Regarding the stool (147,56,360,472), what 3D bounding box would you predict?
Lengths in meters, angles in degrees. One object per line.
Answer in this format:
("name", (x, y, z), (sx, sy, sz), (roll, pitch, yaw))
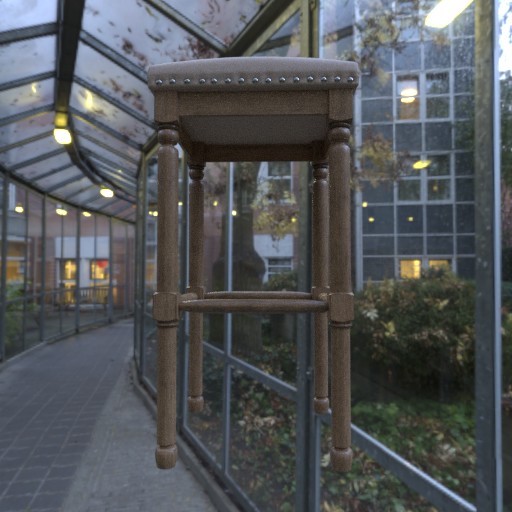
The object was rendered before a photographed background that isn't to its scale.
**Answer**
("stool", (0.000, 0.000, 0.965), (0.383, 0.768, 0.382), (0, -2, 2))
